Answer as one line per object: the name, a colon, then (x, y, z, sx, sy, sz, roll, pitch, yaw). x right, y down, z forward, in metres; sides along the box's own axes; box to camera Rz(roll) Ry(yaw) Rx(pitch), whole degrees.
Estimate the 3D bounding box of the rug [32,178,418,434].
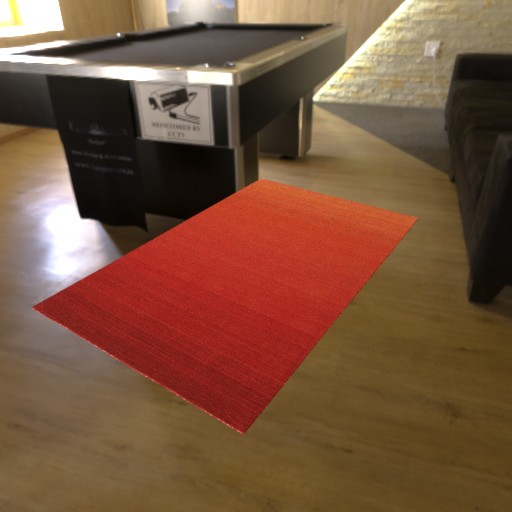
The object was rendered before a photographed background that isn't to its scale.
rug: (0.000, 0.000, 3.094, 1.531, 0.010, 2.442, 20, 37, 29)
